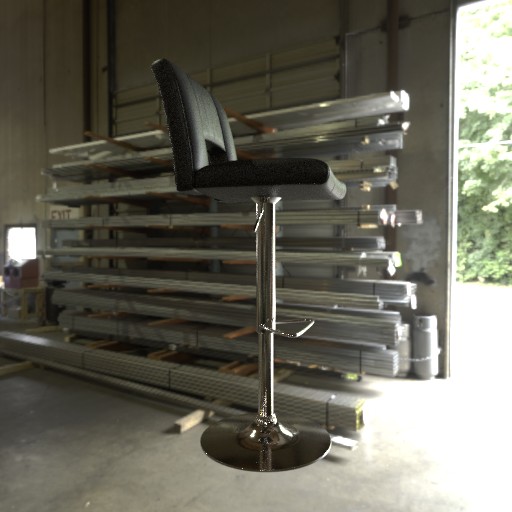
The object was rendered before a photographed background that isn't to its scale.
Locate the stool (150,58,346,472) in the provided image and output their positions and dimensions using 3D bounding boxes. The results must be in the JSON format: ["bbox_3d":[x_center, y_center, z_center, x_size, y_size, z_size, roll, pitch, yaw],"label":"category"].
[{"bbox_3d":[0.000,0.000,1.392,0.520,1.151,0.415,0,1,18],"label":"stool"}]
